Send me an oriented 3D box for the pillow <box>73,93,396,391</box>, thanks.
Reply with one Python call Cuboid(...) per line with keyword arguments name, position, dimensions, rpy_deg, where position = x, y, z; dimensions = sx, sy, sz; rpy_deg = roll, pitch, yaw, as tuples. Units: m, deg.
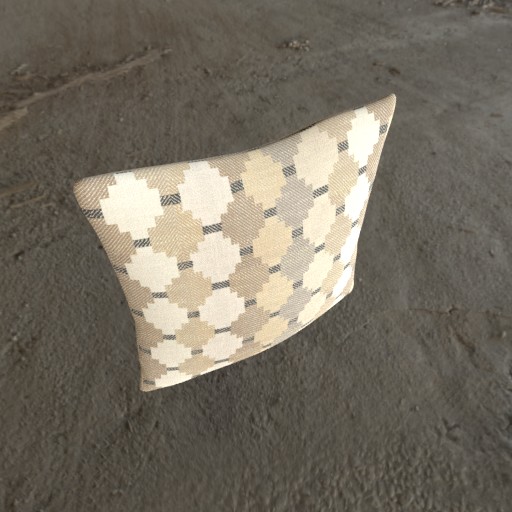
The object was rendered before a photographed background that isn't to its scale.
Cuboid(name="pillow", position=(0.000, 0.000, 0.870), dimensions=(0.578, 0.558, 0.192), rpy_deg=(-23, 50, -21))
